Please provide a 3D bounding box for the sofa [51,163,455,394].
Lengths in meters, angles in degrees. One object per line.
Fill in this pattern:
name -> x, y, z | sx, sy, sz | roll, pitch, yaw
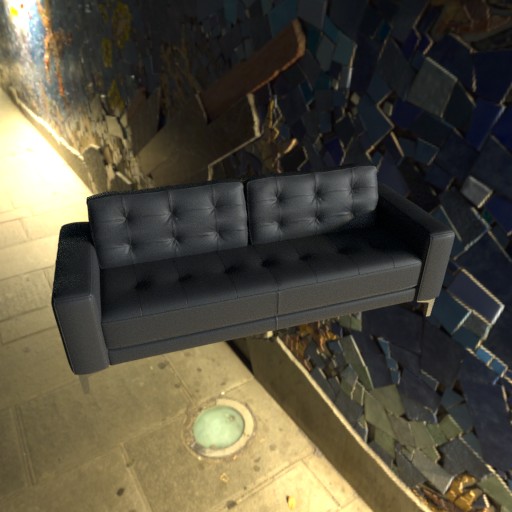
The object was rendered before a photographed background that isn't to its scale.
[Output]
sofa -> 0.000, 0.000, 2.757 | 2.275, 0.893, 0.833 | -9, 32, -15
